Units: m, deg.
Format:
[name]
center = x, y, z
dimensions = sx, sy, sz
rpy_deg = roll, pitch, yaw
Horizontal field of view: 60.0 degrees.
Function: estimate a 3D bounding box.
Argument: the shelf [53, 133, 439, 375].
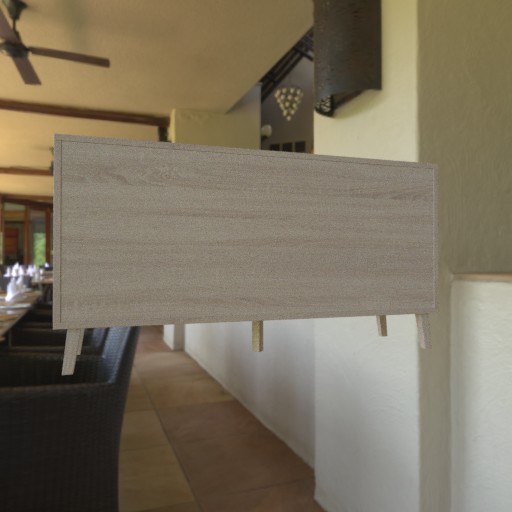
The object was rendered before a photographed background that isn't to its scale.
[shelf]
center = 0.000, 0.000, 1.836
dimensions = 1.490, 0.780, 0.400
rpy_deg = 0, -1, -18
